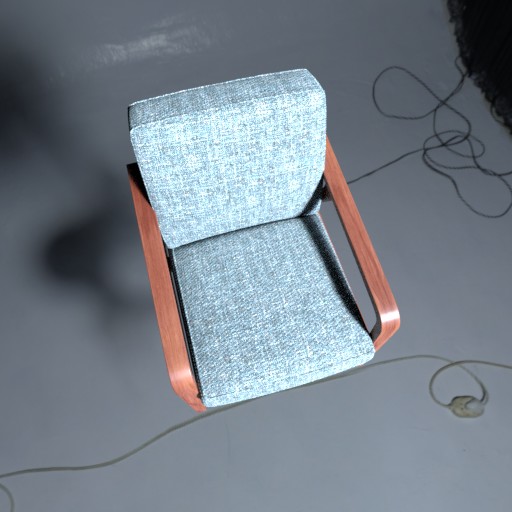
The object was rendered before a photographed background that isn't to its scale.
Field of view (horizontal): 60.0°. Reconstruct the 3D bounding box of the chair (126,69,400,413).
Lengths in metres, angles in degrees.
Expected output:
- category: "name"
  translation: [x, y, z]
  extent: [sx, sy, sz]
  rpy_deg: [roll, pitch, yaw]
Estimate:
- category: "chair"
  translation: [0.000, 0.000, 1.552]
  extent: [0.719, 0.864, 0.889]
  rpy_deg: [-14, 64, -7]
